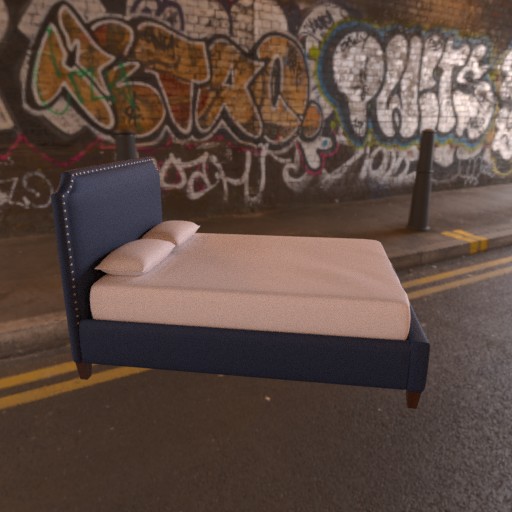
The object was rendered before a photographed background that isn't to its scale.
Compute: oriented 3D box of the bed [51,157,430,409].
[{"bbox_3d":[0.000,0.000,3.533,2.372,1.443,1.712,2,17,8],"label":"bed"}]
